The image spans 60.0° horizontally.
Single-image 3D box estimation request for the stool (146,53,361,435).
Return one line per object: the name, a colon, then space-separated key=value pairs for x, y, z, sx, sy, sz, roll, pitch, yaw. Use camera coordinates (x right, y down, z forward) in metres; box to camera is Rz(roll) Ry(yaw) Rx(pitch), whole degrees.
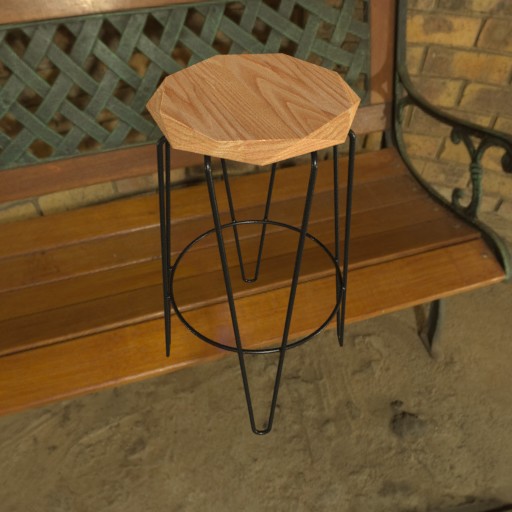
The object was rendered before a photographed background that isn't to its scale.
stool: x=0.000 y=0.000 z=0.790 sx=0.326 sy=0.610 sz=0.326 roll=33 pitch=54 yaw=27
